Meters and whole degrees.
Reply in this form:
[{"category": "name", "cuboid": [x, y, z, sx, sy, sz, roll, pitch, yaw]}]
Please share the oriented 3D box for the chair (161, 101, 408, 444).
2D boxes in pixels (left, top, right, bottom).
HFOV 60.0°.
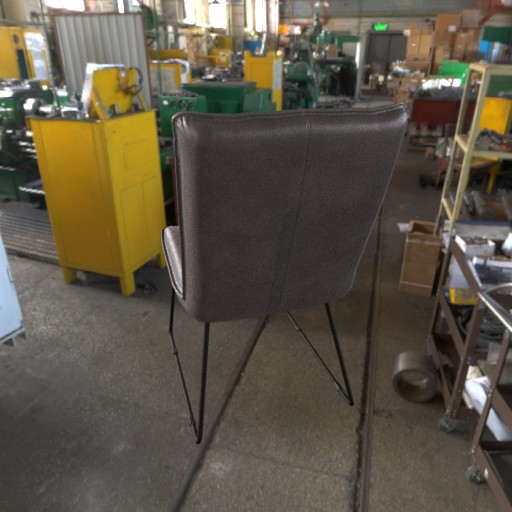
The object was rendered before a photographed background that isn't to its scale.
[{"category": "chair", "cuboid": [0.000, 0.000, 1.336, 0.515, 0.932, 0.688, -8, 26, -16]}]
